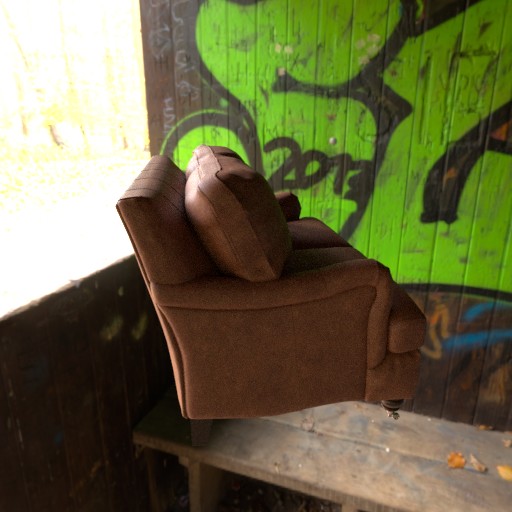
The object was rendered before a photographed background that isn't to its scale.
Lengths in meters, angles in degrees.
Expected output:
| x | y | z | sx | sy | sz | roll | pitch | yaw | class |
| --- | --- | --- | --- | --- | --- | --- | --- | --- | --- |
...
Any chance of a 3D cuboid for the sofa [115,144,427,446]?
| x | y | z | sx | sy | sz | roll | pitch | yaw | class |
| --- | --- | --- | --- | --- | --- | --- | --- | --- | --- |
| 0.000 | 0.000 | 2.193 | 1.077 | 1.004 | 1.527 | -3 | 18 | -8 | sofa |
